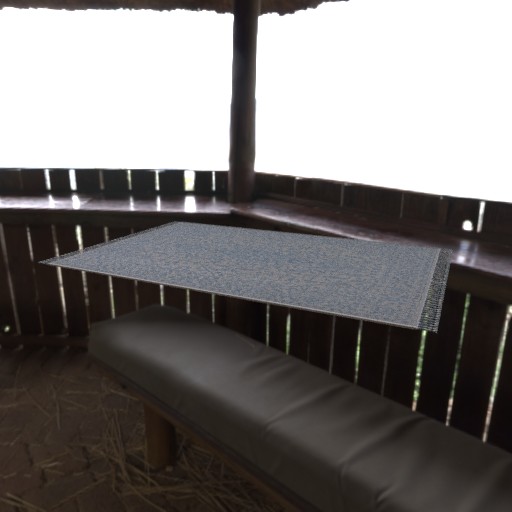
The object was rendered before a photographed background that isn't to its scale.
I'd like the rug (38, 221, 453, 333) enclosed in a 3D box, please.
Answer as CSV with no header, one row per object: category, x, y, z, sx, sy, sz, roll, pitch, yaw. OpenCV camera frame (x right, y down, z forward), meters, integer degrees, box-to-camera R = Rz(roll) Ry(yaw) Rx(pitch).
rug,0.000,0.000,3.061,2.438,0.010,1.524,7,17,24
